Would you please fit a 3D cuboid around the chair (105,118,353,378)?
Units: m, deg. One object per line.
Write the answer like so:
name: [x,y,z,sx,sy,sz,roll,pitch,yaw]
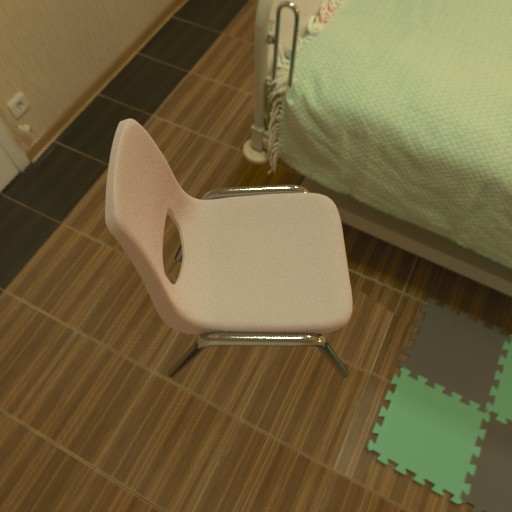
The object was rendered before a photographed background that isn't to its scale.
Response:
chair: [0.000,0.000,0.862,0.423,0.586,0.354,-2,62,-1]
